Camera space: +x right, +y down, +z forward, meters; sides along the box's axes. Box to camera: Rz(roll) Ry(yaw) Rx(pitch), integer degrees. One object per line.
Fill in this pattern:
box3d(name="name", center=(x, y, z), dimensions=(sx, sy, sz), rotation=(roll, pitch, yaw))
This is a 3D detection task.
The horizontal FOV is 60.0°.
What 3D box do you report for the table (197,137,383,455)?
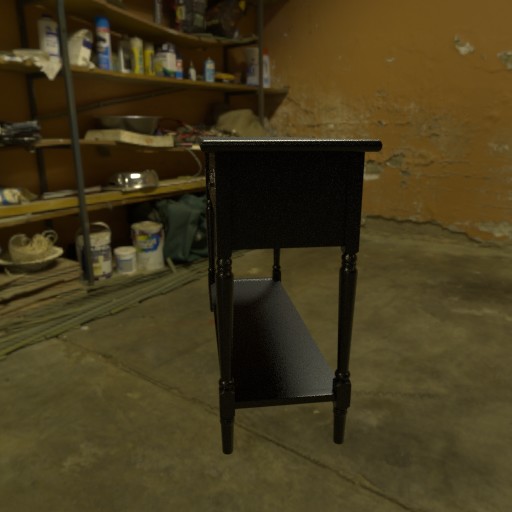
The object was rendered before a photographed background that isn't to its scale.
box3d(name="table", center=(0.000, 0.000, 1.591), dimensions=(0.386, 0.819, 1.191), rotation=(-2, 15, -7))
